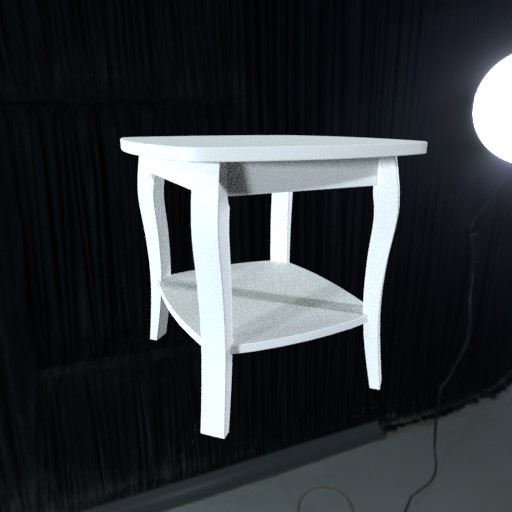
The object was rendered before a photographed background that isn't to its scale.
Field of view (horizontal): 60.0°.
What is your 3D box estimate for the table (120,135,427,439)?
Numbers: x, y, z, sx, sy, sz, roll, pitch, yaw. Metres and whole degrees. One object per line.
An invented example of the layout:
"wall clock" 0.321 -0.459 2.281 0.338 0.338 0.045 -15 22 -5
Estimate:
"table" 0.000 0.000 0.856 0.451 0.438 0.502 -8 18 -24
